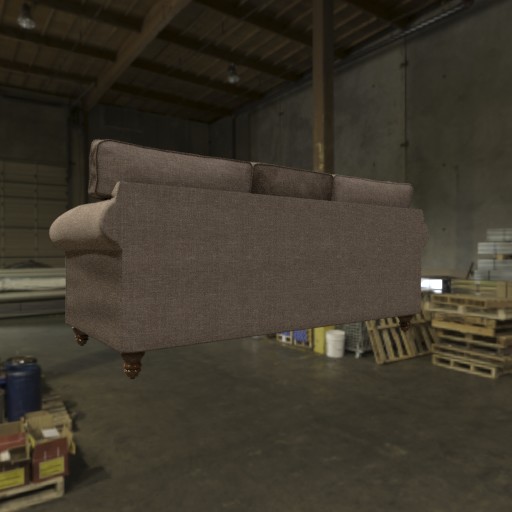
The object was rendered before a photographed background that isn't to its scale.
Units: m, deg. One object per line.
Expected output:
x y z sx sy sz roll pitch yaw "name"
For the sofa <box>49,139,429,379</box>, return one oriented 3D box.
0.000 0.000 2.581 2.084 0.961 0.916 0 1 -36 "sofa"
